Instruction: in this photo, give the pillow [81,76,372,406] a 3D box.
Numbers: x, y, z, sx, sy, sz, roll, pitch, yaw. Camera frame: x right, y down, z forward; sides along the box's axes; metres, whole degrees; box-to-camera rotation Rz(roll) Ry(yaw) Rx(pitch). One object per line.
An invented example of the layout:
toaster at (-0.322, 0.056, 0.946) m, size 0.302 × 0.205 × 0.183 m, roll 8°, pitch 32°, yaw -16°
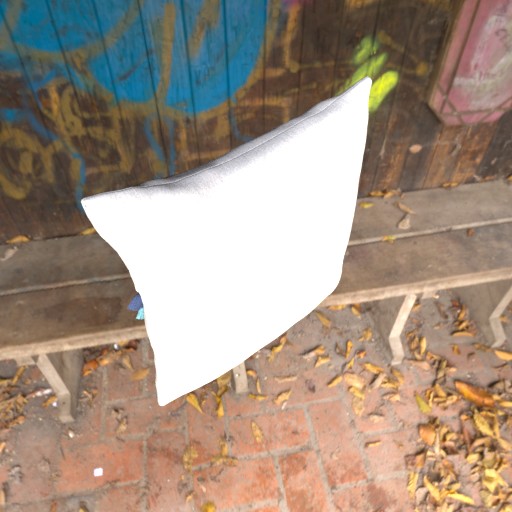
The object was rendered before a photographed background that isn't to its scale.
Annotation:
pillow at (0.000, 0.000, 0.687) m, size 0.433 × 0.436 × 0.173 m, roll -31°, pitch 54°, yaw -26°
